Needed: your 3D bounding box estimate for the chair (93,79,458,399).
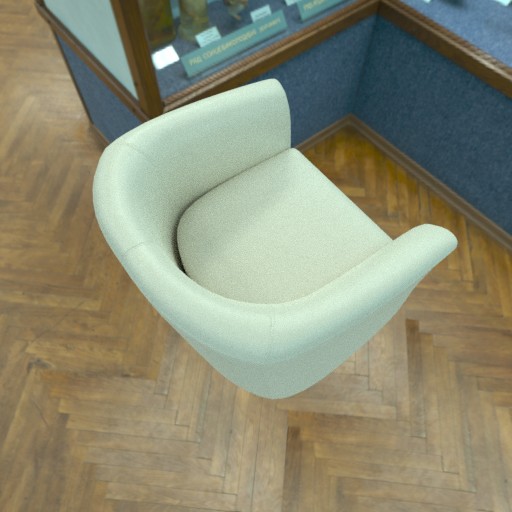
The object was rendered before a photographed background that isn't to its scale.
[{"bbox_3d":[0.000,0.000,1.369,0.727,0.756,0.792,-33,65,-17],"label":"chair"}]
